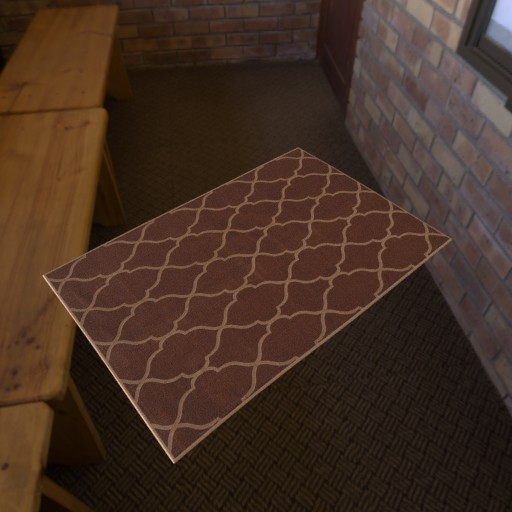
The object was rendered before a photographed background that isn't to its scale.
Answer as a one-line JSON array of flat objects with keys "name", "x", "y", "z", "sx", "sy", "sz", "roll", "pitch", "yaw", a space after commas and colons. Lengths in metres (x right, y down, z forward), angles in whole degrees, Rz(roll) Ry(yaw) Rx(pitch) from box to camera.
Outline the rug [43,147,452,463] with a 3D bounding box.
[{"name": "rug", "x": 0.000, "y": 0.000, "z": 2.944, "sx": 2.290, "sy": 0.014, "sz": 1.526, "roll": -32, "pitch": 54, "yaw": -27}]
